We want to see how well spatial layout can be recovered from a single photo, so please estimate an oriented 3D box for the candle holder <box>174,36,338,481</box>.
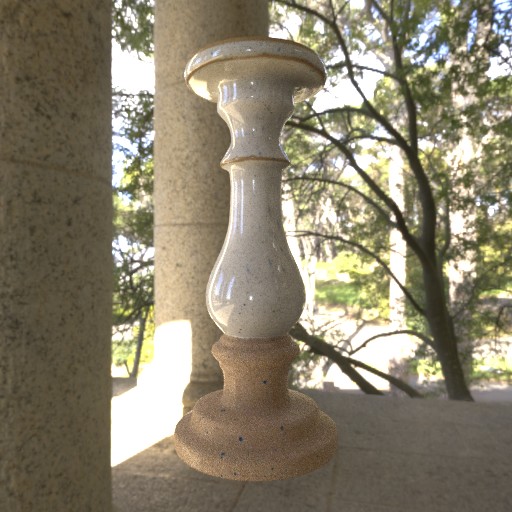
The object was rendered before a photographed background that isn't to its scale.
[{"bbox_3d":[0.000,0.000,0.240,0.088,0.203,0.088,0,0,0],"label":"candle holder"}]
